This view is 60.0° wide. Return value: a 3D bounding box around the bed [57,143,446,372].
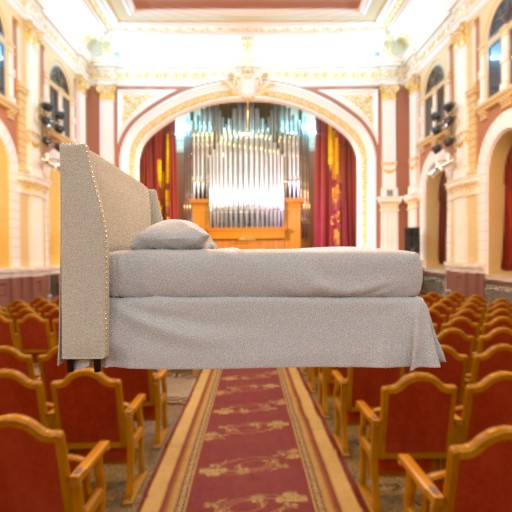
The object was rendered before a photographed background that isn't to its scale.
[{"bbox_3d":[0.000,0.000,3.462,2.276,1.332,1.925,0,0,0],"label":"bed"}]
